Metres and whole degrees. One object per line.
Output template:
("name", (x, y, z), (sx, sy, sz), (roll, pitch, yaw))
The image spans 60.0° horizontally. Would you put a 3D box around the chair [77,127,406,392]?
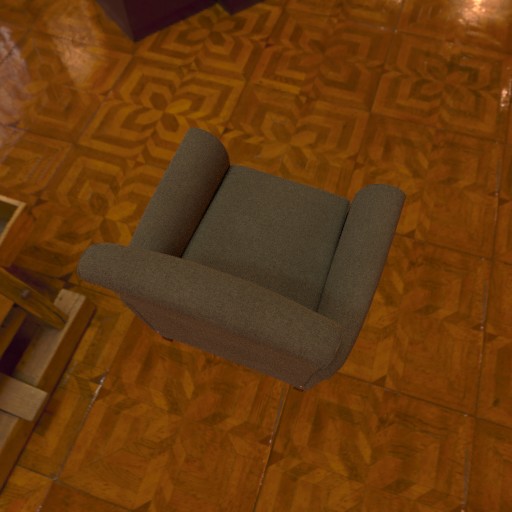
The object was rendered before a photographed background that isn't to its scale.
("chair", (0.000, 0.000, 1.760), (0.978, 1.061, 0.905), (19, 65, 9))
